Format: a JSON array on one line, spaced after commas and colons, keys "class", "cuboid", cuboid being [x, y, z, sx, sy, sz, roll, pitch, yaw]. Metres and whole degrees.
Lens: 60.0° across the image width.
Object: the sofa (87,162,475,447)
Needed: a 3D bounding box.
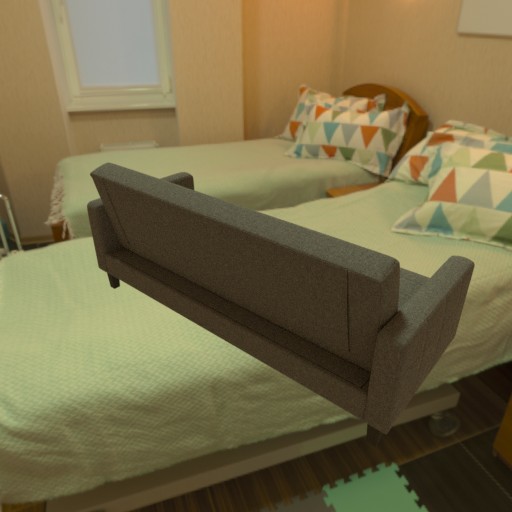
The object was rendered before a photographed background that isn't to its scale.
[{"class": "sofa", "cuboid": [0.000, 0.000, 2.444, 2.040, 0.850, 0.810, 22, 36, 34]}]
